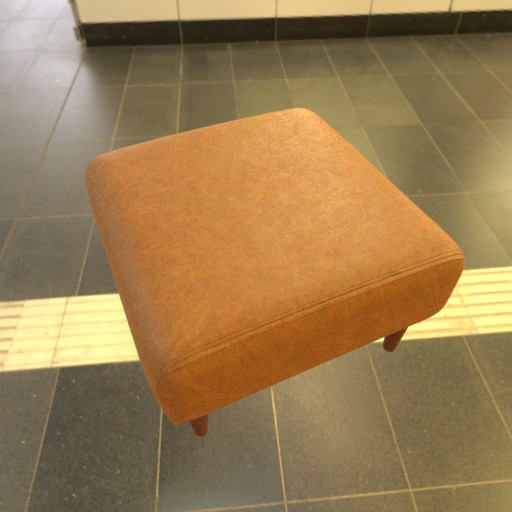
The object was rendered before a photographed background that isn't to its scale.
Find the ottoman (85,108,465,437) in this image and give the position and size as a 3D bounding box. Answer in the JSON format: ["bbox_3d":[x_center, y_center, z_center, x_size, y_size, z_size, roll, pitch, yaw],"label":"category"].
[{"bbox_3d":[0.000,0.000,1.070,0.650,0.399,0.650,-19,50,-17],"label":"ottoman"}]
